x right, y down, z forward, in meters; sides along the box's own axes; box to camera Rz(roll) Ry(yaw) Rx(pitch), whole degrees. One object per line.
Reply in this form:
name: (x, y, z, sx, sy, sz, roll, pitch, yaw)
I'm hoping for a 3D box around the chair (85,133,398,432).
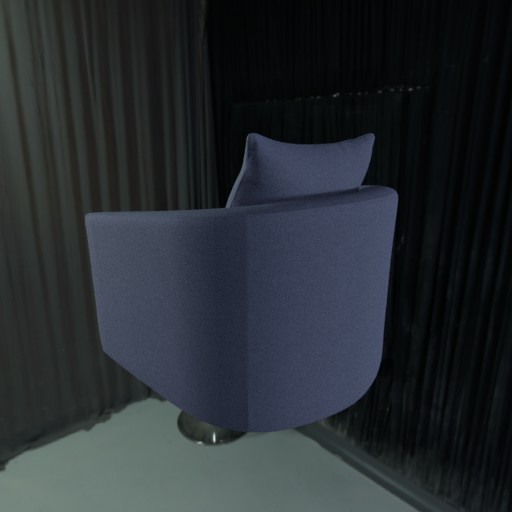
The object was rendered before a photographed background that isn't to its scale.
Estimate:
chair: (0.000, 0.000, 1.575, 0.845, 0.848, 0.910, -15, 22, -42)
